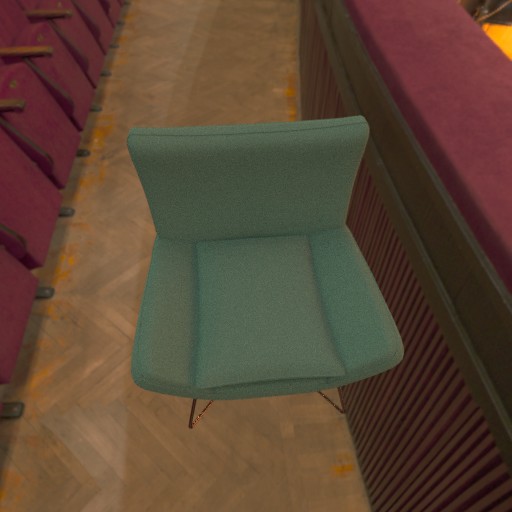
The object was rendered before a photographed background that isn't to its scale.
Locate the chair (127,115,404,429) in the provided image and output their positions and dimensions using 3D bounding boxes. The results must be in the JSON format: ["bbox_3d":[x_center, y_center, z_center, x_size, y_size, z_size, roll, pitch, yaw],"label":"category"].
[{"bbox_3d":[0.000,0.000,1.688,0.859,0.855,1.008,-4,47,-4],"label":"chair"}]
